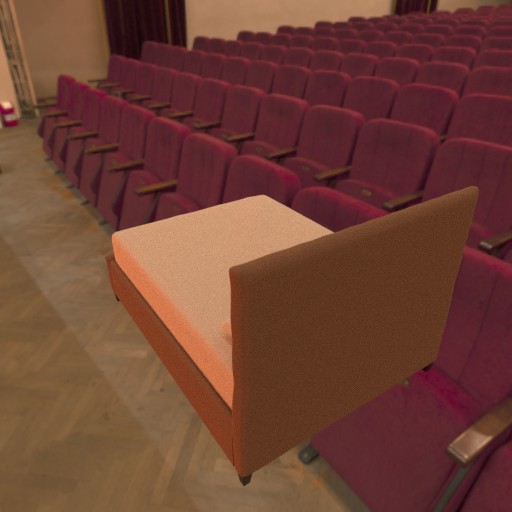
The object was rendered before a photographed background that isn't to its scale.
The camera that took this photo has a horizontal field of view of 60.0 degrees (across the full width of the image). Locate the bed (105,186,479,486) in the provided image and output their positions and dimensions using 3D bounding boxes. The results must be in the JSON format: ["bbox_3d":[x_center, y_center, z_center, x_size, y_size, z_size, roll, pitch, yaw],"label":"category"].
[{"bbox_3d":[0.000,0.000,3.311,1.696,1.426,2.233,-18,35,-29],"label":"bed"}]
